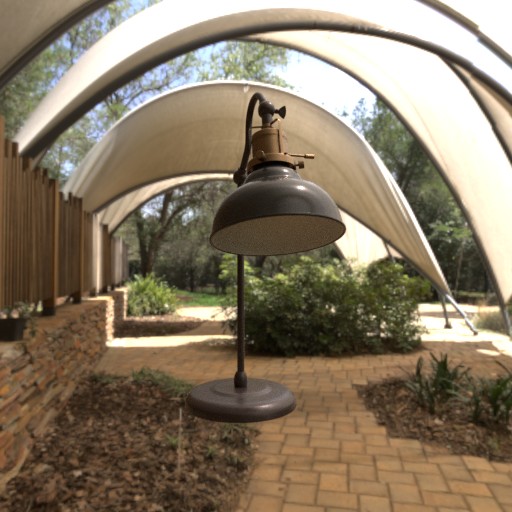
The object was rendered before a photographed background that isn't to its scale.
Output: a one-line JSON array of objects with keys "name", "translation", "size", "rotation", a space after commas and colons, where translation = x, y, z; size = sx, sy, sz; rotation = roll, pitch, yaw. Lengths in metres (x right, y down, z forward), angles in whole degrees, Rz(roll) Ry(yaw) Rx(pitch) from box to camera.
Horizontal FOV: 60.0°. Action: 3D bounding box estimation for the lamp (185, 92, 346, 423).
[{"name": "lamp", "translation": [0.000, 0.000, 0.687], "size": [0.192, 0.508, 0.374], "rotation": [0, -1, -17]}]
